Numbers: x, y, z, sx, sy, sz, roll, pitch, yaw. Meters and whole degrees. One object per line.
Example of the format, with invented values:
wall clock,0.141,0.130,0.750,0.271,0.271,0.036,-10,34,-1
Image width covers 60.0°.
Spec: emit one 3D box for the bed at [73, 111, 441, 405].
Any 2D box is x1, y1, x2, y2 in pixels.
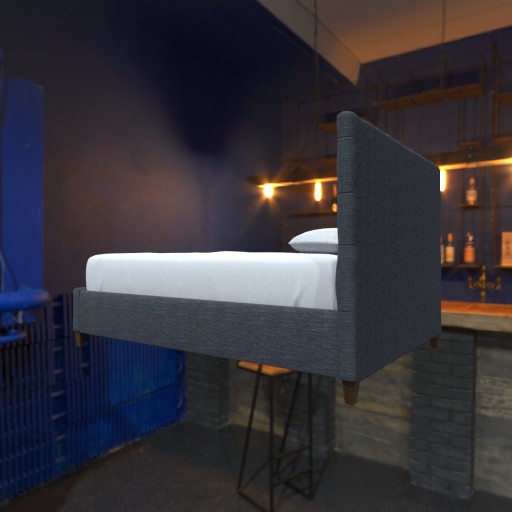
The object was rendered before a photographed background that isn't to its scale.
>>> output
bed,0.000,0.000,3.482,2.387,1.427,1.698,0,0,36
